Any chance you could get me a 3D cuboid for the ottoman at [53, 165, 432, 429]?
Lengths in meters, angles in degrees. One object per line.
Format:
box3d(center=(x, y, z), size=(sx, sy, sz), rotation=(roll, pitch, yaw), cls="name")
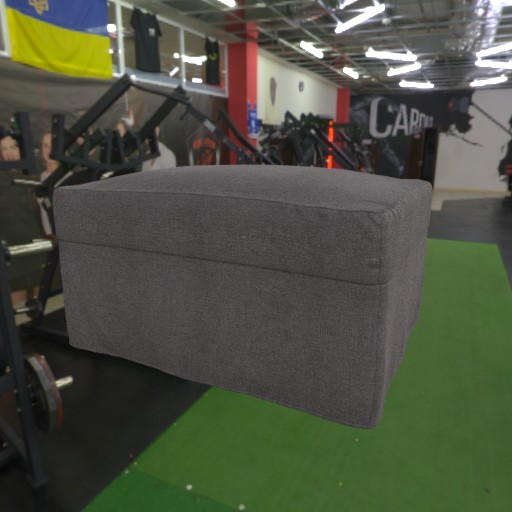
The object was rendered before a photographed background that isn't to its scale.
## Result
box3d(center=(0.000, 0.000, 1.235), size=(0.833, 0.492, 0.652), rotation=(7, 17, 26), cls="ottoman")
